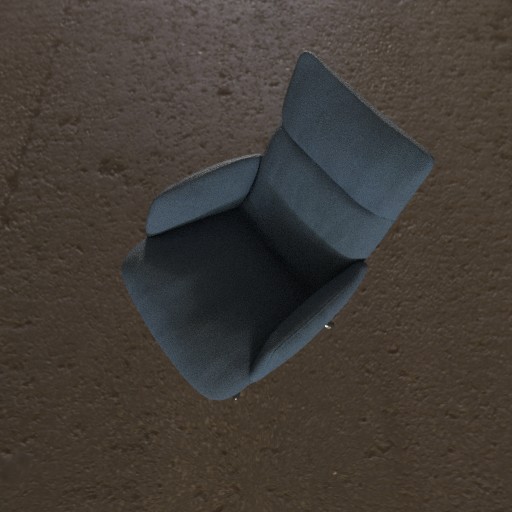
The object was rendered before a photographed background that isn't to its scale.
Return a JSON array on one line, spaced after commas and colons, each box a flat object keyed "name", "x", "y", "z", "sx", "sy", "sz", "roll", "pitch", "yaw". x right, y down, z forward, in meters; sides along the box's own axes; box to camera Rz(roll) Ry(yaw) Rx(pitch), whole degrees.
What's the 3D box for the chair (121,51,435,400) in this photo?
[{"name": "chair", "x": 0.000, "y": 0.000, "z": 1.578, "sx": 0.889, "sy": 1.016, "sz": 0.711, "roll": -33, "pitch": 67, "yaw": -16}]
